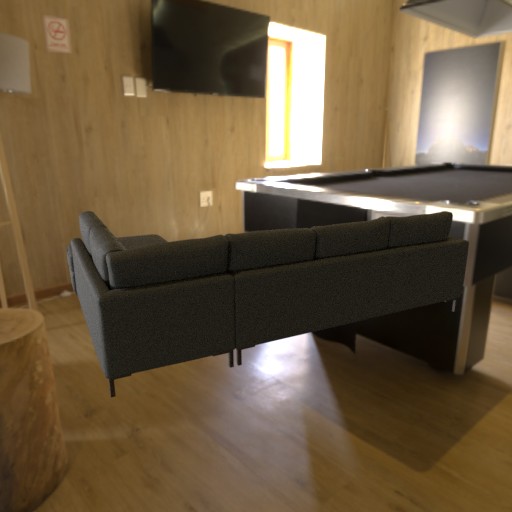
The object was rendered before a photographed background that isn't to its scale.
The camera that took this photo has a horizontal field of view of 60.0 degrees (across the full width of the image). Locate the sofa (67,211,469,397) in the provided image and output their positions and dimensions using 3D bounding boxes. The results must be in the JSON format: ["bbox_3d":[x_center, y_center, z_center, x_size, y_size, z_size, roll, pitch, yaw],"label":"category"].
[{"bbox_3d":[0.000,0.000,3.906,2.975,0.858,1.984,-8,18,-25],"label":"sofa"}]
